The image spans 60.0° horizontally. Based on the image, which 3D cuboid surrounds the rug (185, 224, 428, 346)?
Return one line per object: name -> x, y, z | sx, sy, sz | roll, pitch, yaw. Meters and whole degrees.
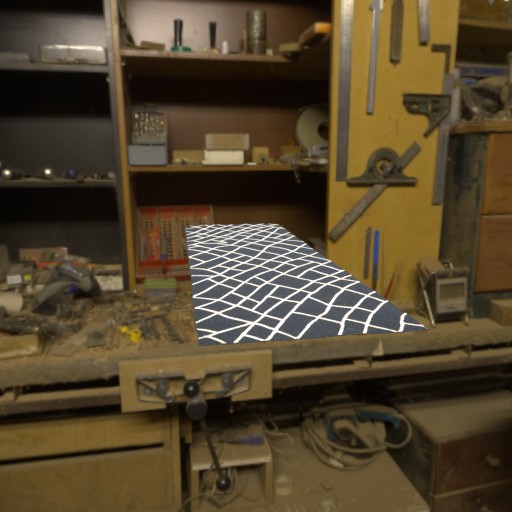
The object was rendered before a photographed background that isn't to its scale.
rug -> 0.000, 0.000, 2.659 | 0.807, 0.010, 2.476 | -2, 13, -10
